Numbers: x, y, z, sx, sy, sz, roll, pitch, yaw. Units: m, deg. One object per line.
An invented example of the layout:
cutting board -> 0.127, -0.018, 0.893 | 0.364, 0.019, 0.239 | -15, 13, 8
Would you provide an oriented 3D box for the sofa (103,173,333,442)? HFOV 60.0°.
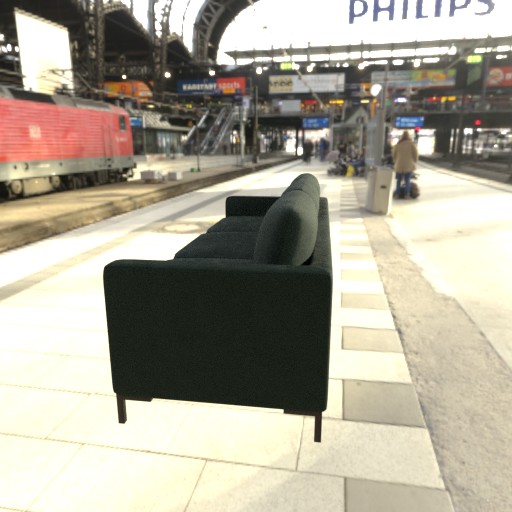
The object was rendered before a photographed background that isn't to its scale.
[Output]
sofa -> 0.000, 0.000, 2.662 | 0.859, 0.870, 2.218 | 2, 14, 8
